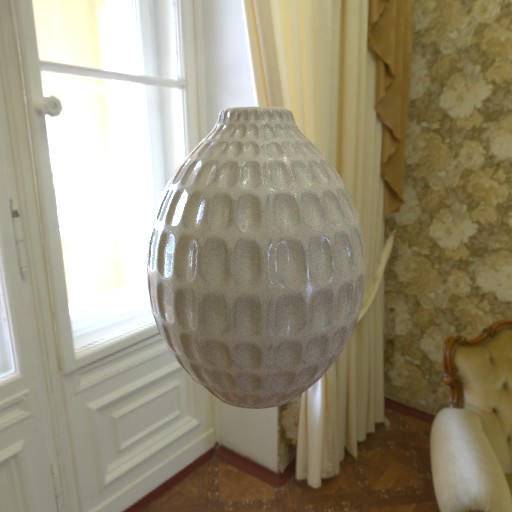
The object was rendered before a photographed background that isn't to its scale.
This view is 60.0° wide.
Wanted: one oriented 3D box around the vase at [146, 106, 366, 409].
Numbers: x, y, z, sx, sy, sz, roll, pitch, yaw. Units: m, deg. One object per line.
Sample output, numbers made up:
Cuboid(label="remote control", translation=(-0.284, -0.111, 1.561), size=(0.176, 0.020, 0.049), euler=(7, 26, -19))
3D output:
Cuboid(label="vase", translation=(0.000, 0.000, 0.264), size=(0.128, 0.167, 0.128), euler=(0, 15, 0))
